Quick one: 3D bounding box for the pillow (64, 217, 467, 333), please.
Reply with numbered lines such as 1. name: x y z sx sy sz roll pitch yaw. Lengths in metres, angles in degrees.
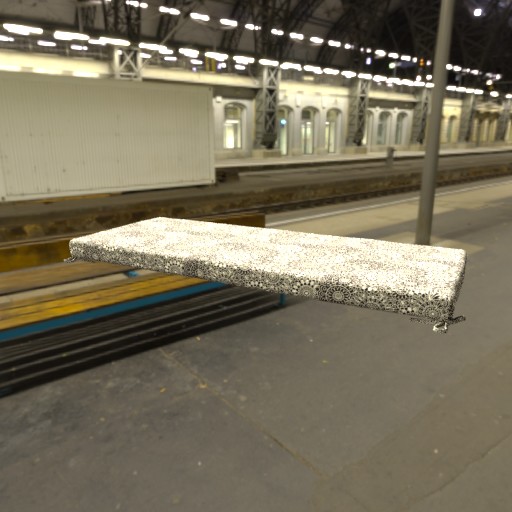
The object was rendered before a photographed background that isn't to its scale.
1. pillow: 0.000 0.000 1.349 1.187 0.081 0.492 8 17 26
